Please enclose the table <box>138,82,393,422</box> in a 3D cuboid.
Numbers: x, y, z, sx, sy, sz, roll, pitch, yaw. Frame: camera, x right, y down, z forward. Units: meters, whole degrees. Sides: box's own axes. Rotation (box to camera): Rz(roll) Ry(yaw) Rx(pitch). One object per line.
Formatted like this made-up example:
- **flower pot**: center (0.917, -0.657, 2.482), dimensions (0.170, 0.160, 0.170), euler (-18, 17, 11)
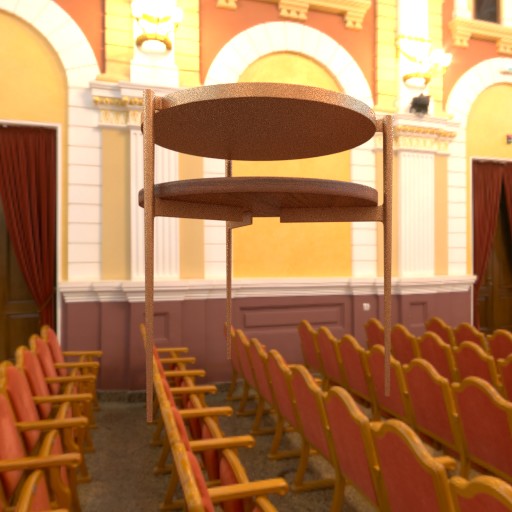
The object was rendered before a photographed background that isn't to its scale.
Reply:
- **table**: center (0.000, 0.000, 0.837), dimensions (0.430, 0.493, 0.456), euler (0, 0, -17)
